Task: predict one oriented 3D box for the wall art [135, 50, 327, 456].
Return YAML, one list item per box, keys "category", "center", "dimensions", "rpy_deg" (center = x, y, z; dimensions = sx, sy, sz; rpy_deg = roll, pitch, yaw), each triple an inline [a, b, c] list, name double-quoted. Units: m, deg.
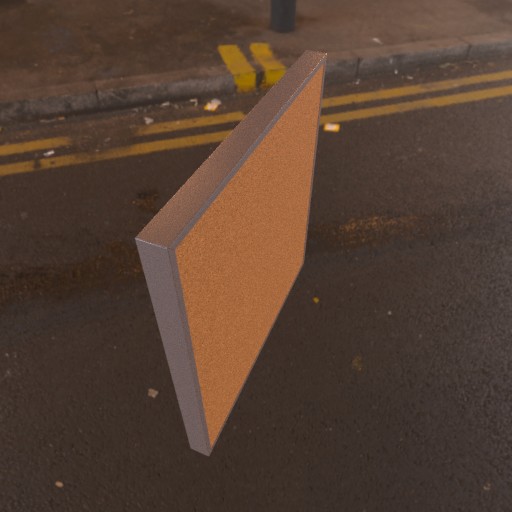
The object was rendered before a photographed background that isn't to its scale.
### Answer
- category: "wall art"
  center: [0.000, 0.000, 0.523]
  dimensions: [0.028, 0.349, 0.349]
  rpy_deg: [17, 48, 16]
